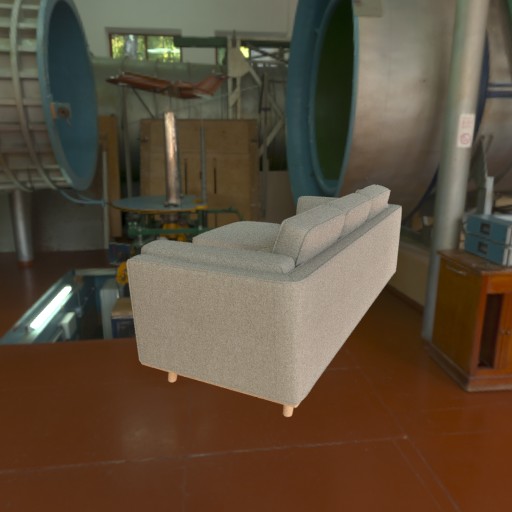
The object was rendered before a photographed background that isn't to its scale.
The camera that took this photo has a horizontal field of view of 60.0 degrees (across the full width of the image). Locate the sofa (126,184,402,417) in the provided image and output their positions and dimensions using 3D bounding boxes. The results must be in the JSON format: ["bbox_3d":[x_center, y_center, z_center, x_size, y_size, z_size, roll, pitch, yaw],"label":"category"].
[{"bbox_3d":[0.000,0.000,3.158,1.604,0.929,2.411,7,16,26],"label":"sofa"}]
